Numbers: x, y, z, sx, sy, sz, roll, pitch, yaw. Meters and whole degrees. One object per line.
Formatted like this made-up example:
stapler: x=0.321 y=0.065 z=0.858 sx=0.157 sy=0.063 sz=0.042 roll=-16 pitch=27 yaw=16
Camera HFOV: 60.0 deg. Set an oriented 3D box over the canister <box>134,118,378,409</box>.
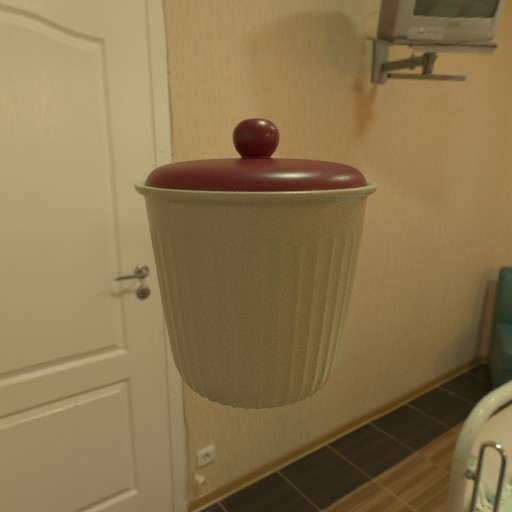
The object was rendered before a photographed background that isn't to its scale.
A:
canister: x=0.000 y=0.000 z=0.354 sx=0.181 sy=0.211 sz=0.181 roll=0 pitch=14 yaw=0
